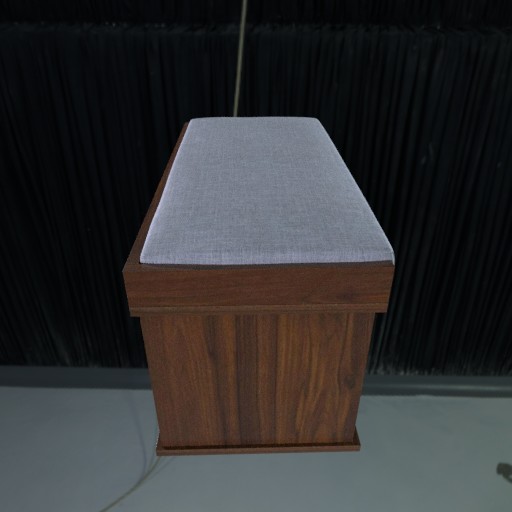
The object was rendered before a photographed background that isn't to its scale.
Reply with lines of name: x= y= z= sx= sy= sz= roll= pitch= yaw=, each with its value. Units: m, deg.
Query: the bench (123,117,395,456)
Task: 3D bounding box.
bench: x=0.000 y=0.000 z=0.988 sx=0.362 sy=0.461 sz=0.734 roll=-1 pitch=31 yaw=-1
